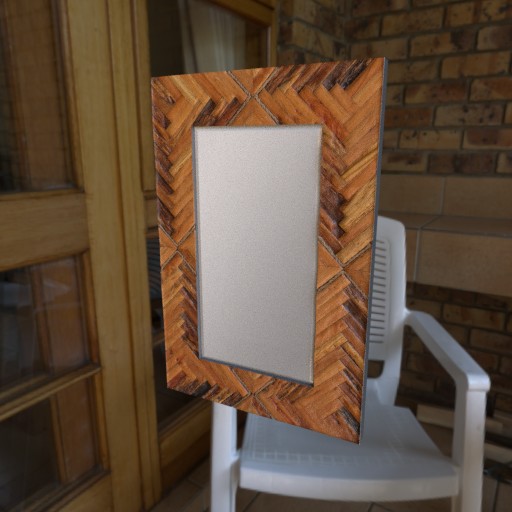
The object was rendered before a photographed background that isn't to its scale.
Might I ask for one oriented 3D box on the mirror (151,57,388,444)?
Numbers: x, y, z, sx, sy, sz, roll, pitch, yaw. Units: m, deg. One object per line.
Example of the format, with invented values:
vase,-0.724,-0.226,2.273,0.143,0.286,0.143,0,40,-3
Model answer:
mirror,0.000,0.000,1.163,0.606,0.912,0.044,7,15,26
